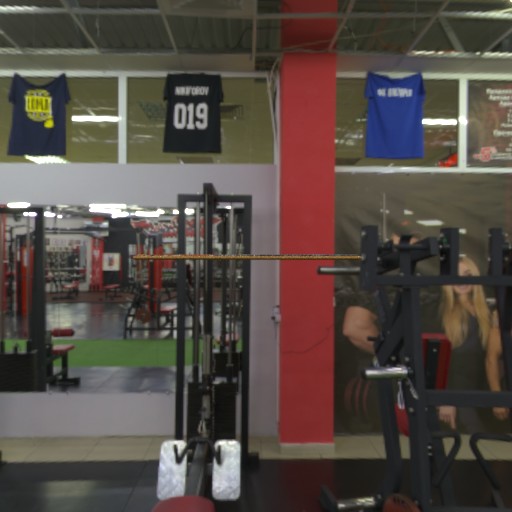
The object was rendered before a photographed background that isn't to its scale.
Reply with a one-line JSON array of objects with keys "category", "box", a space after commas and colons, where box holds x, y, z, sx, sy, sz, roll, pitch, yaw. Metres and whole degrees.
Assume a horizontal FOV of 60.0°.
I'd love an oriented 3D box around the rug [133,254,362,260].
[{"category": "rug", "box": [0.000, 0.000, 1.976, 0.556, 0.013, 1.820, 0, 0, 1]}]
